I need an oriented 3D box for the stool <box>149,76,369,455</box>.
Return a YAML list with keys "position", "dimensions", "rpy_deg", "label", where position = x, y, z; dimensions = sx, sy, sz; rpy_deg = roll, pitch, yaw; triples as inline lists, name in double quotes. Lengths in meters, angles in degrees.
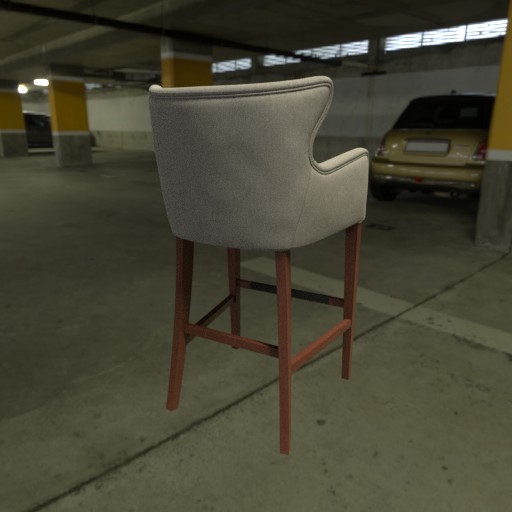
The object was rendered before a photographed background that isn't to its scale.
- position: [0.000, 0.000, 1.450]
  dimensions: [0.575, 1.047, 0.575]
  rpy_deg: [9, 19, 28]
  label: "stool"
